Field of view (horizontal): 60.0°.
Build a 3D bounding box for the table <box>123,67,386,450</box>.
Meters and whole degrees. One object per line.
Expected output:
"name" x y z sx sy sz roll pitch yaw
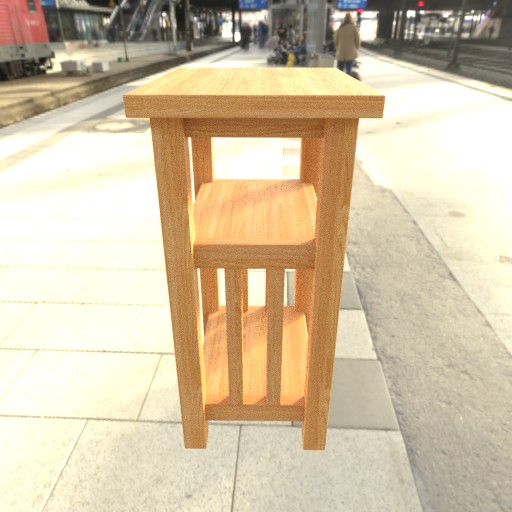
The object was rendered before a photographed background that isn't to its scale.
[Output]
"table" 0.000 0.000 0.734 0.270 0.550 0.350 0 27 1
